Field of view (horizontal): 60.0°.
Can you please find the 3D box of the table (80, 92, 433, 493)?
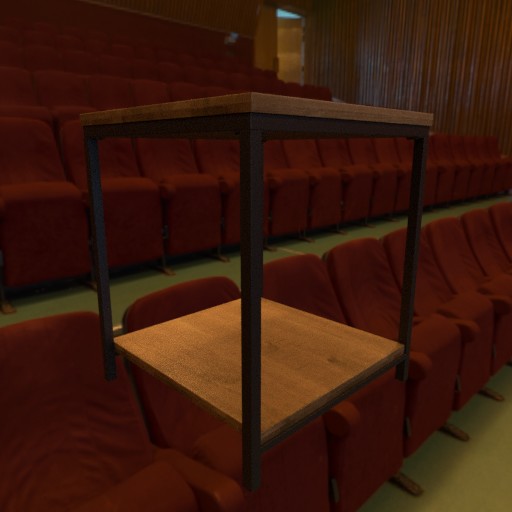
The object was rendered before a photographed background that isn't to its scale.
[{"bbox_3d":[0.000,0.000,0.964,0.507,0.589,0.503,-13,19,-43],"label":"table"}]
